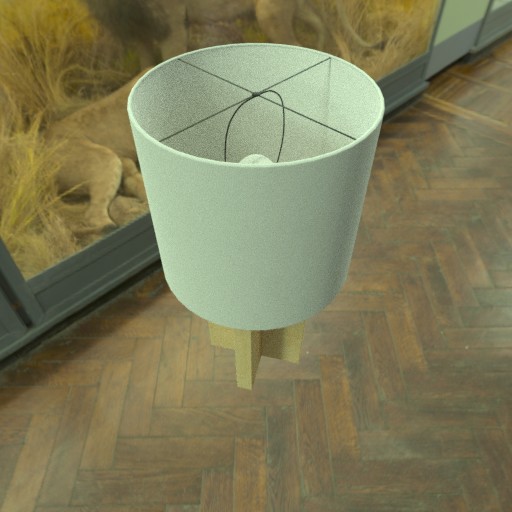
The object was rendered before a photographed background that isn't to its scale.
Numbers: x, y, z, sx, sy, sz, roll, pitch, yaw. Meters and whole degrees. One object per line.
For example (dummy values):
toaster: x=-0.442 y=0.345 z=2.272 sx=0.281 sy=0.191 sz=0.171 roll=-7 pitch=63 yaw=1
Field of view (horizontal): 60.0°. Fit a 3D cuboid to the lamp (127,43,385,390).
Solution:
lamp: x=0.000 y=0.000 z=0.554 sx=0.229 sy=0.428 sz=0.229 roll=10 pitch=47 yaw=10
